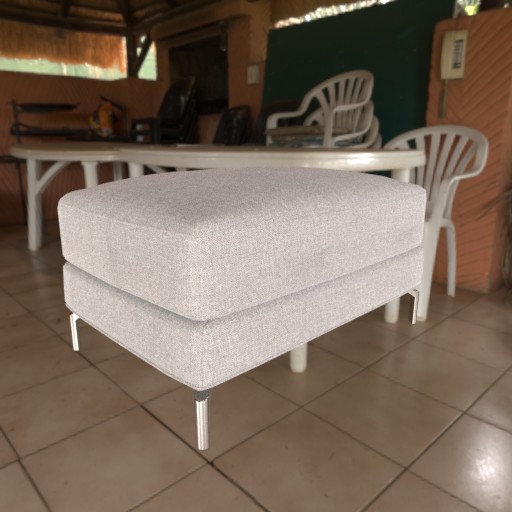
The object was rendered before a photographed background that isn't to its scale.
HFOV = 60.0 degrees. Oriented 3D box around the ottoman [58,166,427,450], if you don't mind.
[{"bbox_3d":[0.000,0.000,1.185,0.838,0.457,0.584,-14,21,-43],"label":"ottoman"}]
